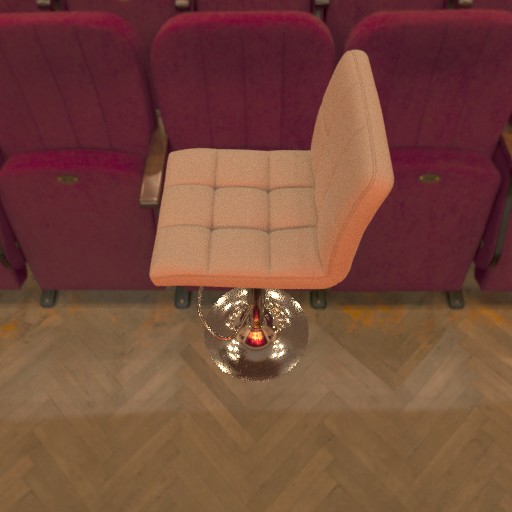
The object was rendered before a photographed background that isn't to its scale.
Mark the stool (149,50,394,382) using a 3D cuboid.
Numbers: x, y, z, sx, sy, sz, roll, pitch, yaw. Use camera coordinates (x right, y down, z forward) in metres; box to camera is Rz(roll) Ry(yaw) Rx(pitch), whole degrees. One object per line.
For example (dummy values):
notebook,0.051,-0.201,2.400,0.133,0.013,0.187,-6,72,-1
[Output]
stool,0.000,0.000,1.338,0.505,1.115,0.430,0,57,0
